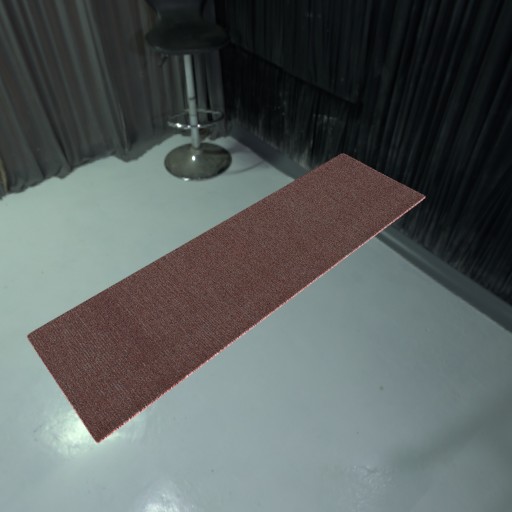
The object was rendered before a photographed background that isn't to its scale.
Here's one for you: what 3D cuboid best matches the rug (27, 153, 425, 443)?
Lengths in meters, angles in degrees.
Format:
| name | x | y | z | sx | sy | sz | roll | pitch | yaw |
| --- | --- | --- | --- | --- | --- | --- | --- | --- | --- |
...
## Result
| name | x | y | z | sx | sy | sz | roll | pitch | yaw |
| --- | --- | --- | --- | --- | --- | --- | --- | --- | --- |
| rug | 0.000 | 0.000 | 2.451 | 2.307 | 0.012 | 0.687 | -33 | 54 | -28 |
